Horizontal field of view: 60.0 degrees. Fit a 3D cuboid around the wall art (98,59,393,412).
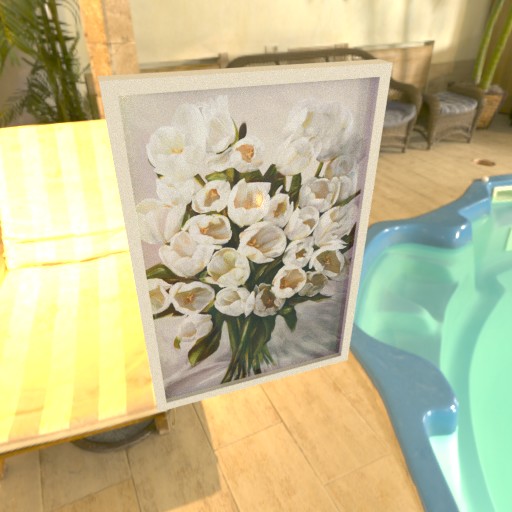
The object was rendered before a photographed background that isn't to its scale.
[{"bbox_3d":[0.000,0.000,0.543,0.293,0.428,0.025,-11,34,-16],"label":"wall art"}]
